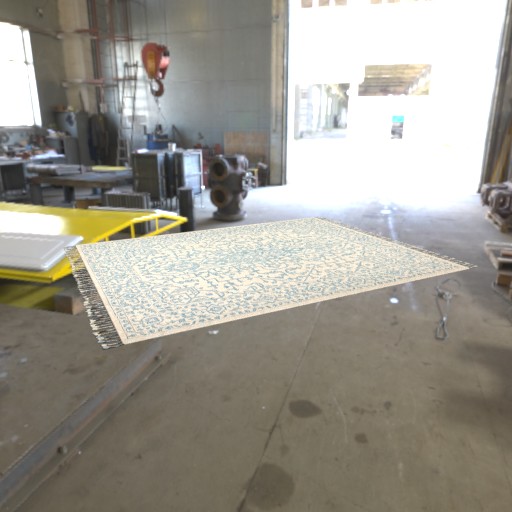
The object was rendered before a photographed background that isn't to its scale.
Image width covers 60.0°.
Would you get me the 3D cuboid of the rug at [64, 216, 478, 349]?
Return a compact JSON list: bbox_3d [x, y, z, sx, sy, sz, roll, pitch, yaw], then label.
[{"bbox_3d":[0.000,0.000,4.333,3.327,0.010,2.464,-9,19,-26],"label":"rug"}]
